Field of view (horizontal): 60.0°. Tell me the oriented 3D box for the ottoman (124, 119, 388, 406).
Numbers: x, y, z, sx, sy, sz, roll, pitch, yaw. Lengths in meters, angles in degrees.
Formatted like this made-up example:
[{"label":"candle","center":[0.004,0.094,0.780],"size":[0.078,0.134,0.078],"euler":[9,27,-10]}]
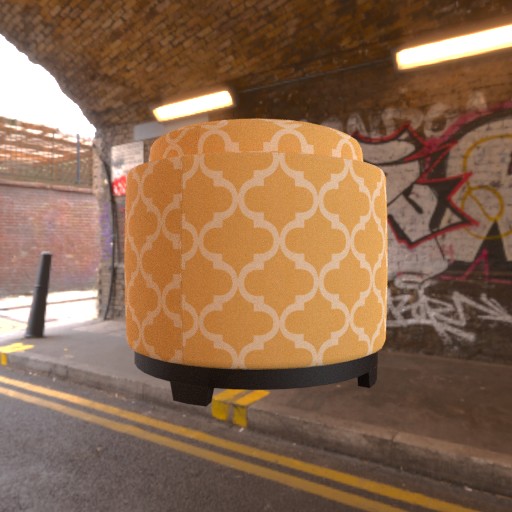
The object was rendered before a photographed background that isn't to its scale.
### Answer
[{"label":"ottoman","center":[0.000,0.000,0.843],"size":[0.480,0.429,0.480],"euler":[0,0,0]}]
